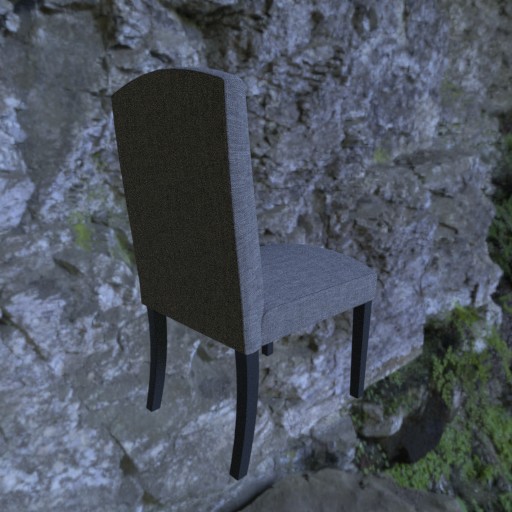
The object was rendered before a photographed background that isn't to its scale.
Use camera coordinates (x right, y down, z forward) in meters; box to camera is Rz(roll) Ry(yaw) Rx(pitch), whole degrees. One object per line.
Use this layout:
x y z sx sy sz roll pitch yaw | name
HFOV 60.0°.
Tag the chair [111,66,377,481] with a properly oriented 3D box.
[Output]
0.000 0.000 1.234 0.580 0.917 0.451 -13 20 -42 | chair
